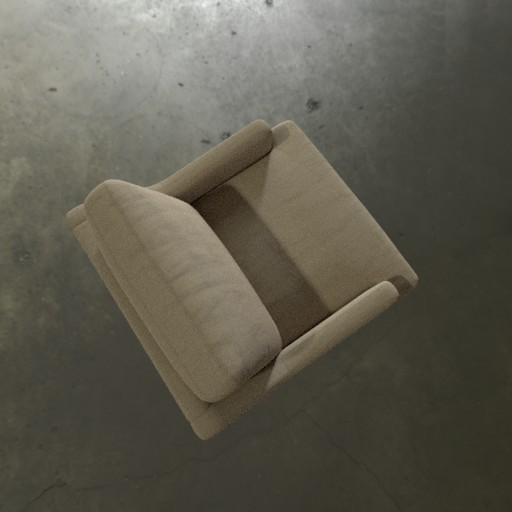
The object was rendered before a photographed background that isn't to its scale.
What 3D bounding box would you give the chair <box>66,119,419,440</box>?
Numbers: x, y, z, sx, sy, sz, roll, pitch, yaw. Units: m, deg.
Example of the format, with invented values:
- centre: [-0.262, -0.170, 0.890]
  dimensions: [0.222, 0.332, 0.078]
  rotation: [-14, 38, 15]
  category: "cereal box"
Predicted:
- centre: [0.000, 0.000, 1.732]
  dimensions: [1.001, 0.916, 0.912]
  rotation: [-33, 78, -8]
  category: "chair"
